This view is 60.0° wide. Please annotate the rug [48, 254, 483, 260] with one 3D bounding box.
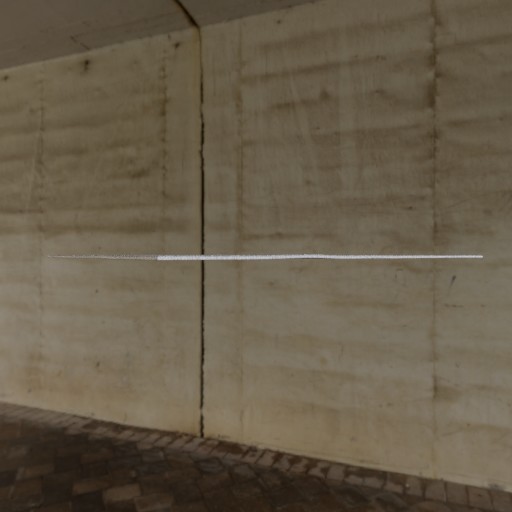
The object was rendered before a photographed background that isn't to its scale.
[{"bbox_3d":[0.000,0.000,0.852,0.639,0.006,0.548,0,0,-36],"label":"rug"}]
